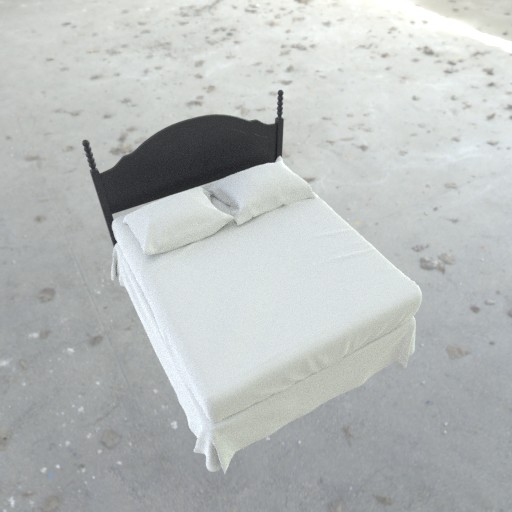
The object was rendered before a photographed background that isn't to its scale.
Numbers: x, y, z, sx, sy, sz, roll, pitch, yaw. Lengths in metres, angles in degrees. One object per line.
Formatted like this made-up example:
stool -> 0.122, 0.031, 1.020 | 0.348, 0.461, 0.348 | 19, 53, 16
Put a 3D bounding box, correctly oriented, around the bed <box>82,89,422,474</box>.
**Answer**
bed -> 0.000, 0.000, 3.225 | 1.873, 1.356, 2.040 | -22, 49, -21
